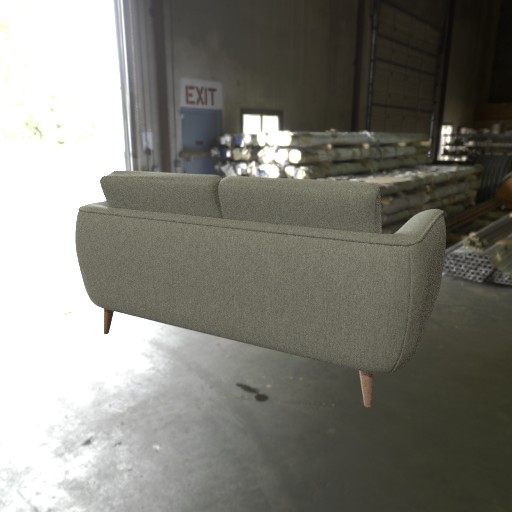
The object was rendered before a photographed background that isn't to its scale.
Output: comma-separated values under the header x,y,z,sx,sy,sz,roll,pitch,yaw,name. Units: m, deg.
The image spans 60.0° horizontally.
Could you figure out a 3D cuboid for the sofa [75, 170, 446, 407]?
x,y,z,sx,sy,sz,roll,pitch,yaw,name
0.000,0.000,2.239,1.700,0.850,0.920,8,17,27,sofa
